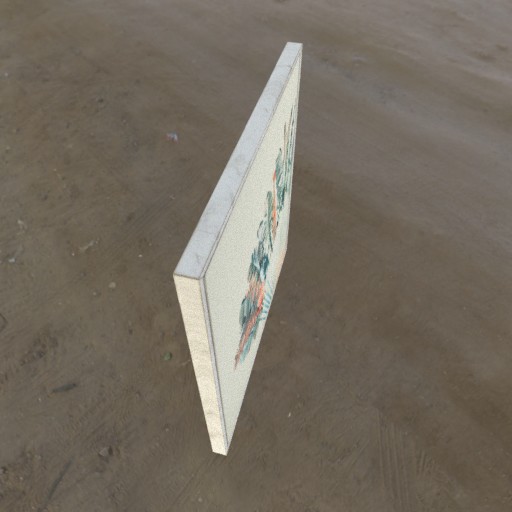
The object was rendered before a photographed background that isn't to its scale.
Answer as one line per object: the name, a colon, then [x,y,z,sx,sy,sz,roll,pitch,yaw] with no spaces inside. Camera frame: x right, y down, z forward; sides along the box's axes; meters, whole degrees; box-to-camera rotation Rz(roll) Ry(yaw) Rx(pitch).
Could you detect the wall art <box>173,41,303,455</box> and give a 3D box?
wall art: [0.000,0.000,1.136,0.038,0.757,0.760,11,50,10]
